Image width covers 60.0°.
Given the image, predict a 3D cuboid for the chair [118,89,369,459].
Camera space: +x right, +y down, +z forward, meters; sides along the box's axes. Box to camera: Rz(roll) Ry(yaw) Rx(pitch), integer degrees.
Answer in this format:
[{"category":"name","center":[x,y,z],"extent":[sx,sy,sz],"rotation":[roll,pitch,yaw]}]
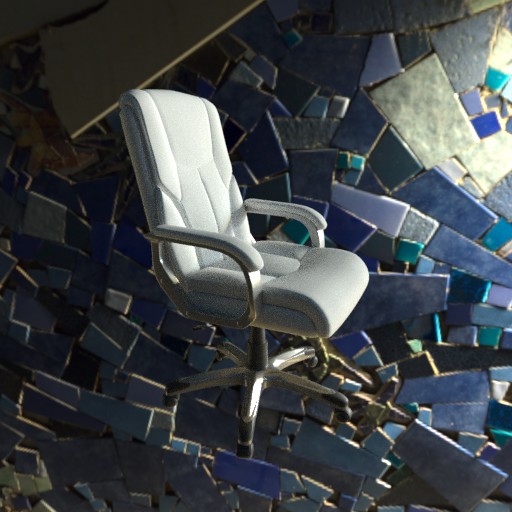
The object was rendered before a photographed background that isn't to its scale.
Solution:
[{"category":"chair","center":[0.000,0.000,1.557],"extent":[0.738,1.120,0.687],"rotation":[7,17,25]}]
